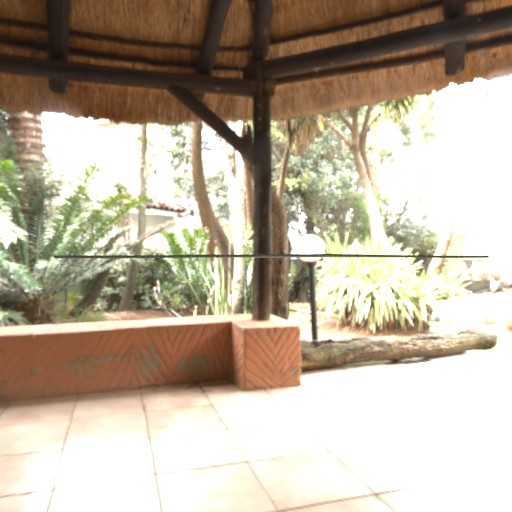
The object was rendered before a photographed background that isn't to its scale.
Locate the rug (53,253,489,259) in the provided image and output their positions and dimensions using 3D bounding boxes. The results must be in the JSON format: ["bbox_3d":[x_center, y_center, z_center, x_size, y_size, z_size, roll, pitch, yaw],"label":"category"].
[{"bbox_3d":[0.000,0.000,2.960,2.306,0.030,1.613,0,0,-18],"label":"rug"}]
